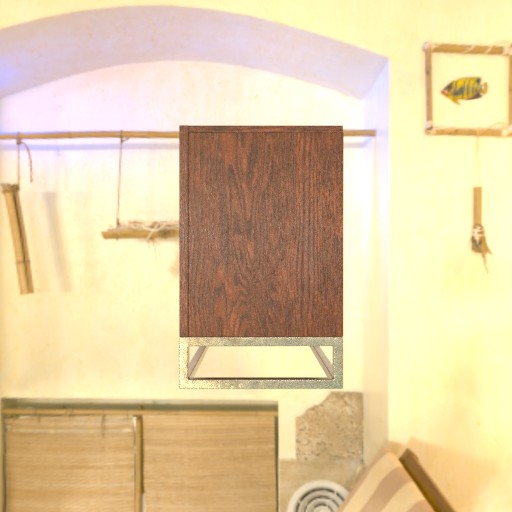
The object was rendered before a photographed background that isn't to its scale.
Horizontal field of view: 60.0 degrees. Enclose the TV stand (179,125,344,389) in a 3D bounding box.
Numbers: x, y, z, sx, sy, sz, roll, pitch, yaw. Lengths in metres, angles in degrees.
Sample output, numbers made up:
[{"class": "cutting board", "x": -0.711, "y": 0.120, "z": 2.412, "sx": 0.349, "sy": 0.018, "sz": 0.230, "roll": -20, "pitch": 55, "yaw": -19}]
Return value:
[{"class": "TV stand", "x": 0.000, "y": 0.000, "z": 1.741, "sx": 0.382, "sy": 0.578, "sz": 1.541, "roll": 0, "pitch": 0, "yaw": 0}]
